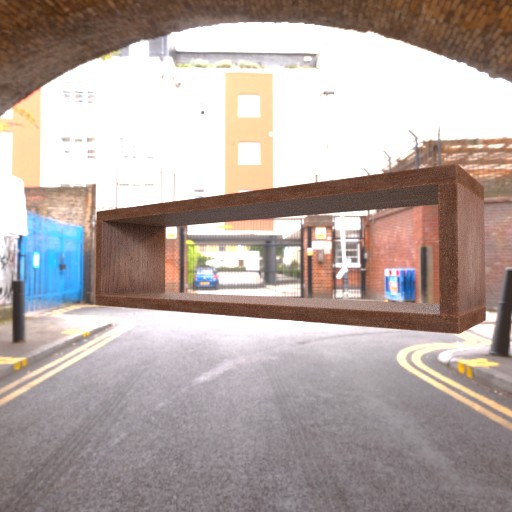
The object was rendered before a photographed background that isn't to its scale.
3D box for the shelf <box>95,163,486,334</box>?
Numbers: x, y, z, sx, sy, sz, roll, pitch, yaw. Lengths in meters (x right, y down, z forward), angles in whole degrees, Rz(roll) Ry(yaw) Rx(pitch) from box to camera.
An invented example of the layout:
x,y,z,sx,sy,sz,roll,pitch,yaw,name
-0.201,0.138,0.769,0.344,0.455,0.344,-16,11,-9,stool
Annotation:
x,y,z,sx,sy,sz,roll,pitch,yaw,name
0.000,0.000,0.682,0.610,0.170,0.150,-1,-2,36,shelf
